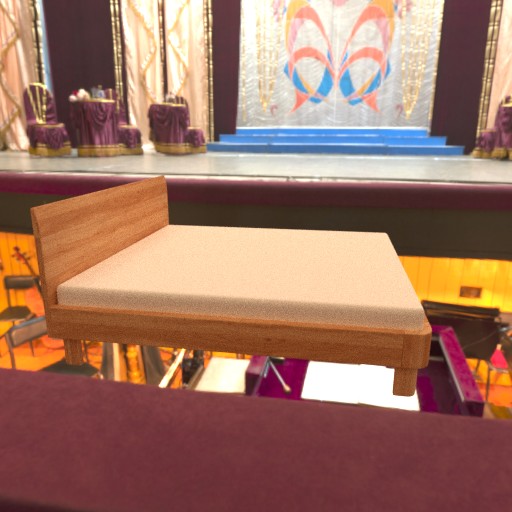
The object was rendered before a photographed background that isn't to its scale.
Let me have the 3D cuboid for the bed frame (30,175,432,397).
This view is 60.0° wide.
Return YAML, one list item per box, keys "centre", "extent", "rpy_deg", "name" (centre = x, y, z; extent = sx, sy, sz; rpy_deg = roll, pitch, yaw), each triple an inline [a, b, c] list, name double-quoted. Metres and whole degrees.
- centre: [0.000, 0.000, 3.177]
  extent: [2.092, 0.940, 1.872]
  rpy_deg: [3, 16, 10]
  name: "bed frame"
